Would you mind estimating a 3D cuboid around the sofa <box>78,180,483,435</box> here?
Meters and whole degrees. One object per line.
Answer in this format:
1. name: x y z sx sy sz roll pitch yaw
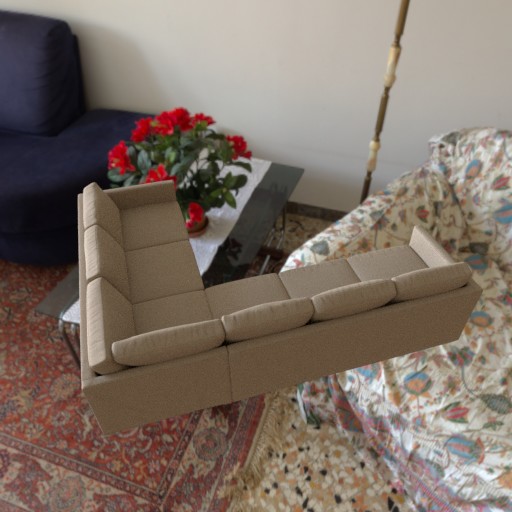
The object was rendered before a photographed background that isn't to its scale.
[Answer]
1. sofa: 0.000 0.000 4.308 3.182 0.871 2.432 -12 43 -13
